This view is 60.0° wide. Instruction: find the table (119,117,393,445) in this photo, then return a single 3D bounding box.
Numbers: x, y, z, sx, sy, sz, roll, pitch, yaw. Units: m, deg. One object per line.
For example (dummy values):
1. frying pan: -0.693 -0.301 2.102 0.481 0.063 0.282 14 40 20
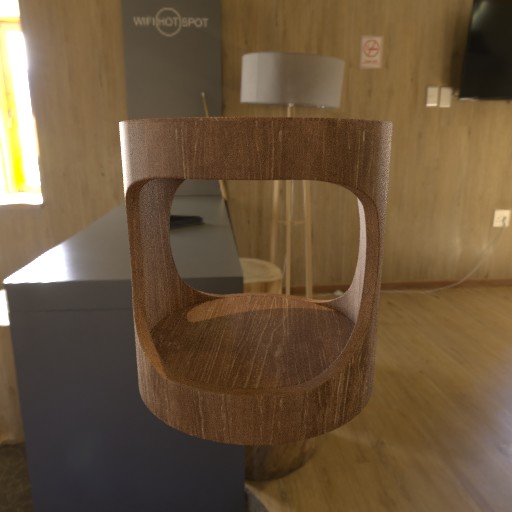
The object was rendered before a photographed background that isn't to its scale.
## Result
1. table: 0.000 0.000 0.961 0.527 0.551 0.527 0 15 0
